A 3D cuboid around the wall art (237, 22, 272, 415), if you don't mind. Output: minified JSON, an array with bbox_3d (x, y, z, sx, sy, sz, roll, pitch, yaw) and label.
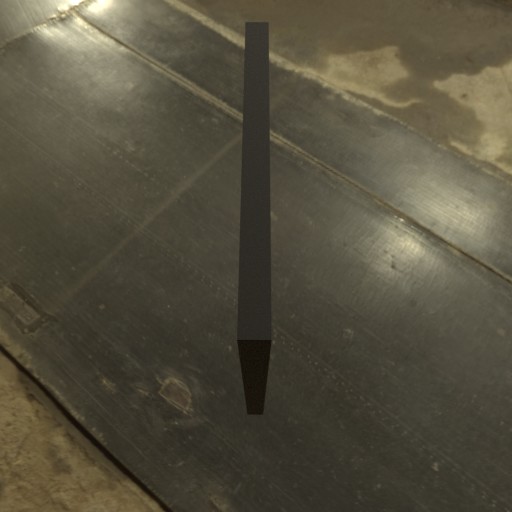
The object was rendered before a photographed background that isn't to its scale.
[{"bbox_3d":[0.000,0.000,0.771,0.033,0.559,0.457,0,64,0],"label":"wall art"}]
